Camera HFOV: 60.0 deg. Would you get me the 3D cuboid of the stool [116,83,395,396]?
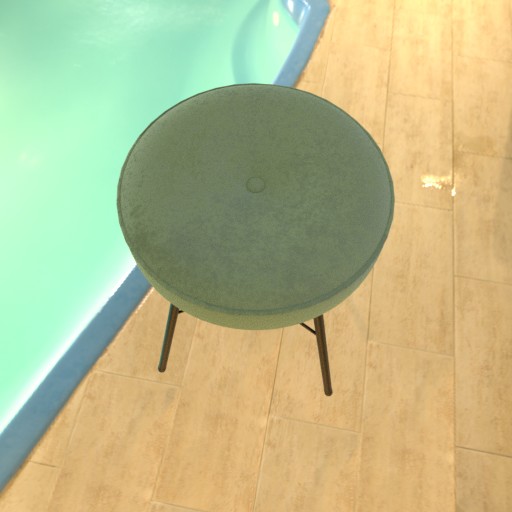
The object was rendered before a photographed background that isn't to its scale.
[{"bbox_3d":[0.000,0.000,0.868,0.457,0.519,0.458,15,65,7],"label":"stool"}]
